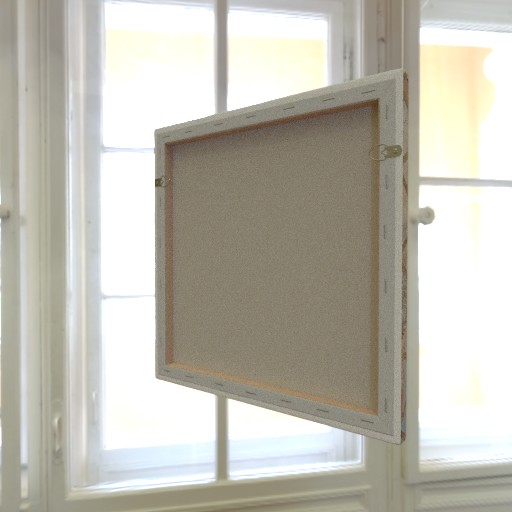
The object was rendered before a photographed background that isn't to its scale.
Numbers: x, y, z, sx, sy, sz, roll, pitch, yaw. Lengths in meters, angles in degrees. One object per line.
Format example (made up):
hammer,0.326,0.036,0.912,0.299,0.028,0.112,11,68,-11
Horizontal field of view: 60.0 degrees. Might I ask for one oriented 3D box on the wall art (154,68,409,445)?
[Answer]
wall art,0.000,0.000,1.357,0.912,0.914,0.039,1,1,37
